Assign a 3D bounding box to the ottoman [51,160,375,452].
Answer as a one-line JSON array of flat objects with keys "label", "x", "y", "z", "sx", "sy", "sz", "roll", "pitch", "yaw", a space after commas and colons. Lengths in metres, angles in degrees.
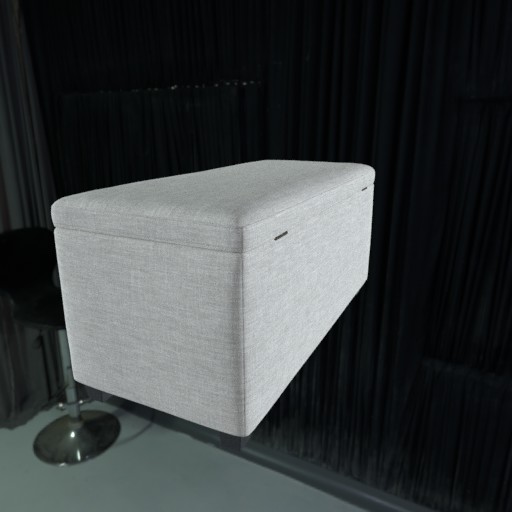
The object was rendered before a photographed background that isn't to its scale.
[{"label": "ottoman", "x": 0.000, "y": 0.000, "z": 1.138, "sx": 0.419, "sy": 0.432, "sz": 0.902, "roll": 8, "pitch": 19, "yaw": 25}]
